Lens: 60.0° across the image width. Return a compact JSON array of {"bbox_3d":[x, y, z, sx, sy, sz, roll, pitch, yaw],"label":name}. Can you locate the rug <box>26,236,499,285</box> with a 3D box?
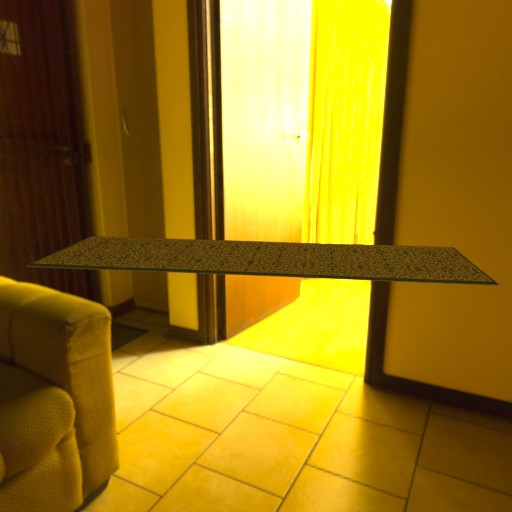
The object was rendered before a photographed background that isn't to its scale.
[{"bbox_3d":[0.000,0.000,2.356,2.196,0.011,0.662,2,15,7],"label":"rug"}]
